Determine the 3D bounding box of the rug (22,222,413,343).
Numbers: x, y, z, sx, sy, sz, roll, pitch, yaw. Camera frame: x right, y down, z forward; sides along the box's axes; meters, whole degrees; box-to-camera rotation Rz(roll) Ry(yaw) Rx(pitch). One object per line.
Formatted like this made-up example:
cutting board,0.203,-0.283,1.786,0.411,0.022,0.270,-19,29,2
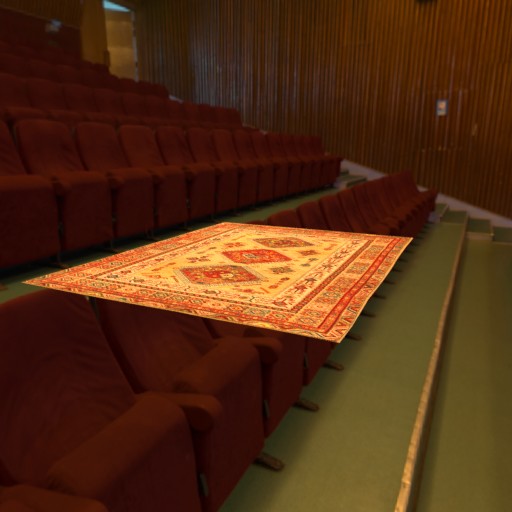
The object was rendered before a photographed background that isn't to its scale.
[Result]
rug,0.000,0.000,4.172,2.460,0.005,3.067,7,15,25
